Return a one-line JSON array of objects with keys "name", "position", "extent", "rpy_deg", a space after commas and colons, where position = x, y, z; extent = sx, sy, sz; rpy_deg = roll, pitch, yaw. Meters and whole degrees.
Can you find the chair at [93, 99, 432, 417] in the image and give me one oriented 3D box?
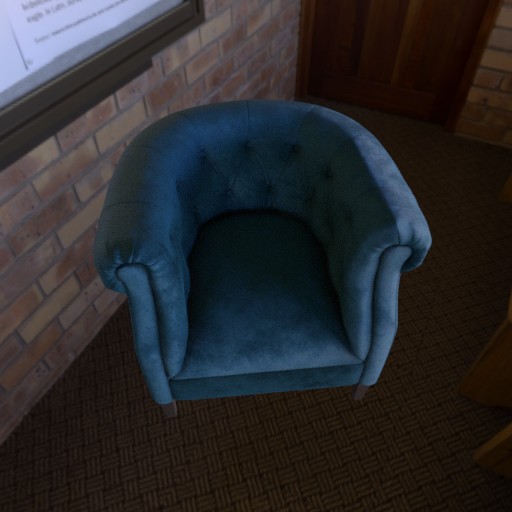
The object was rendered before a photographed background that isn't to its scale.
[{"name": "chair", "position": [0.000, 0.000, 1.594], "extent": [0.904, 0.826, 0.851], "rpy_deg": [-4, 48, -4]}]
